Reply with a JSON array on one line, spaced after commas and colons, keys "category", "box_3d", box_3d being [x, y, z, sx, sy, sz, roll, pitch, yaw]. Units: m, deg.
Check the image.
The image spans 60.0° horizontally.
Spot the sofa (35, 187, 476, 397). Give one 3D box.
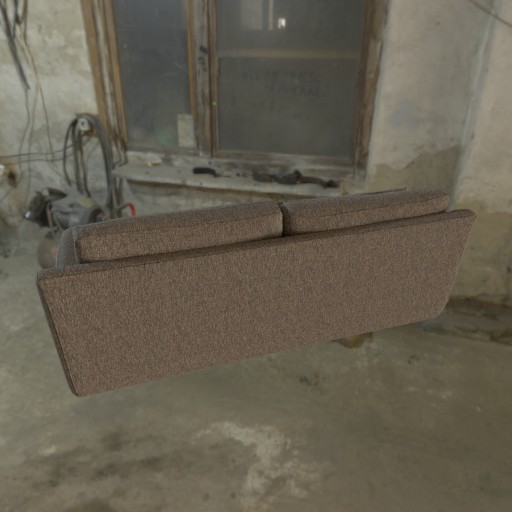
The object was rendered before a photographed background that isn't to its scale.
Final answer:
[{"category": "sofa", "box_3d": [0.000, 0.000, 2.871, 2.418, 0.998, 1.103, -9, 28, -17]}]
